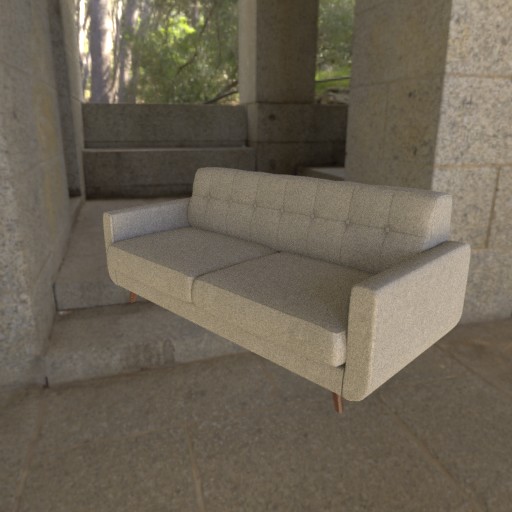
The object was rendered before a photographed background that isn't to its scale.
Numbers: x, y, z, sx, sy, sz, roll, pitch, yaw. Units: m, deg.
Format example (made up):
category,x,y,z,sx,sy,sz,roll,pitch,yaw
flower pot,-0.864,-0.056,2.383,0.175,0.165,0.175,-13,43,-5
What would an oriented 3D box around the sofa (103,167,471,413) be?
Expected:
category,x,y,z,sx,sy,sz,roll,pitch,yaw
sofa,0.000,0.000,2.592,2.055,0.873,0.968,16,23,42
